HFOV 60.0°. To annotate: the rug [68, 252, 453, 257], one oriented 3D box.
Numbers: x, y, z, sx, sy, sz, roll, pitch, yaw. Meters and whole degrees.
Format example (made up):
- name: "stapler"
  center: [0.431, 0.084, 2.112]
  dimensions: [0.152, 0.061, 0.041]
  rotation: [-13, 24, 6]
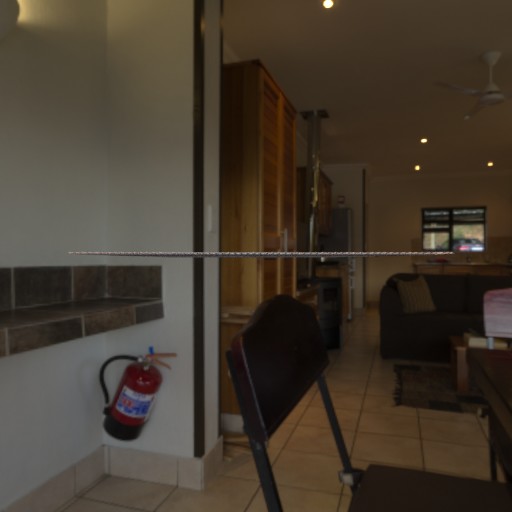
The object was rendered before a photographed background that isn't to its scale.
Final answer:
- name: "rug"
  center: [0.000, 0.000, 2.968]
  dimensions: [1.532, 0.010, 2.441]
  rotation: [0, -1, -1]
